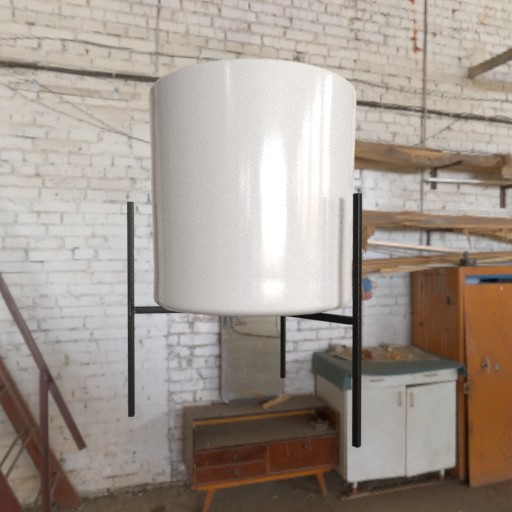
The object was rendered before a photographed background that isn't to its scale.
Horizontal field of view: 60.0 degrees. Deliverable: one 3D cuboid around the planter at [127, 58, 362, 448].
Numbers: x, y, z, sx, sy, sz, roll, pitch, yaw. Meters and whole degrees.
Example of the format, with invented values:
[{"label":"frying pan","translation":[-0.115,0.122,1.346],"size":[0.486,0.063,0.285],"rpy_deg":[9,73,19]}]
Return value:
[{"label":"planter","translation":[0.000,0.000,0.629],"size":[0.307,0.431,0.308],"rpy_deg":[0,1,18]}]
